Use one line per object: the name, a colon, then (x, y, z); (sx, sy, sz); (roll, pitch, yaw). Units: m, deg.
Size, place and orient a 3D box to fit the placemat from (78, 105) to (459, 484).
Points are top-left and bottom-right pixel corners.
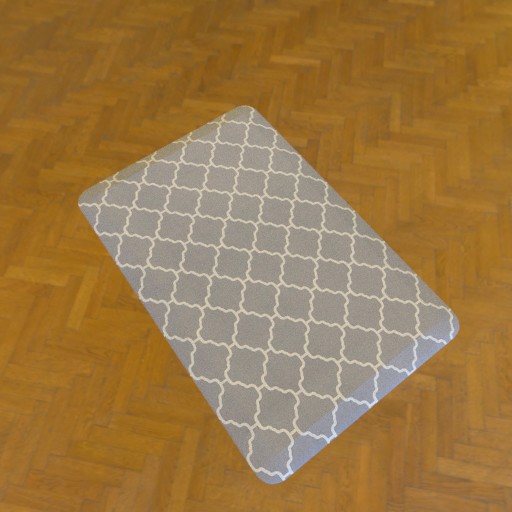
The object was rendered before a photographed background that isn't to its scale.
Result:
placemat: (0.000, 0.000, 0.965); (0.508, 0.021, 0.762); (-34, 69, -15)
